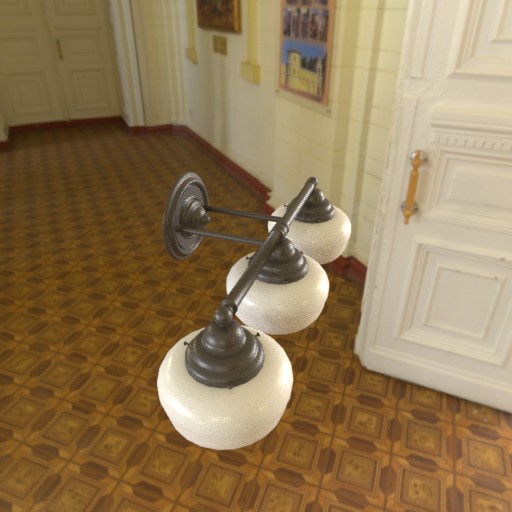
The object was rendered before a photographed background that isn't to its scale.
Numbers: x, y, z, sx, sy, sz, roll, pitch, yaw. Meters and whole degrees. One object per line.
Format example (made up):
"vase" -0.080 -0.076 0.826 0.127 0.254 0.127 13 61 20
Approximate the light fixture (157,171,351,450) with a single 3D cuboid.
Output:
"light fixture" 0.000 0.000 0.701 0.239 0.242 0.587 11 33 17
